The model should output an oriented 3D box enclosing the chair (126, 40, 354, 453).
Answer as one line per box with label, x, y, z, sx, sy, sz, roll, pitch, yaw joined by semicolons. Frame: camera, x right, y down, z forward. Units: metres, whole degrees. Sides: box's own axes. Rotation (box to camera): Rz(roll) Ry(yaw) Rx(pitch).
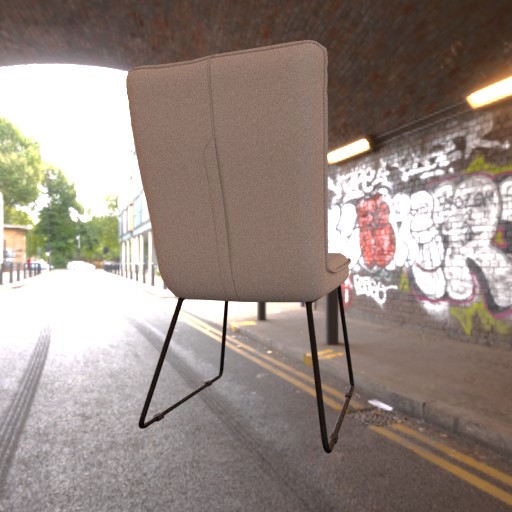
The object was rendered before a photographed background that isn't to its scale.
chair;0.000;0.000;1.317;0.515;0.930;0.688;0;-1;18
